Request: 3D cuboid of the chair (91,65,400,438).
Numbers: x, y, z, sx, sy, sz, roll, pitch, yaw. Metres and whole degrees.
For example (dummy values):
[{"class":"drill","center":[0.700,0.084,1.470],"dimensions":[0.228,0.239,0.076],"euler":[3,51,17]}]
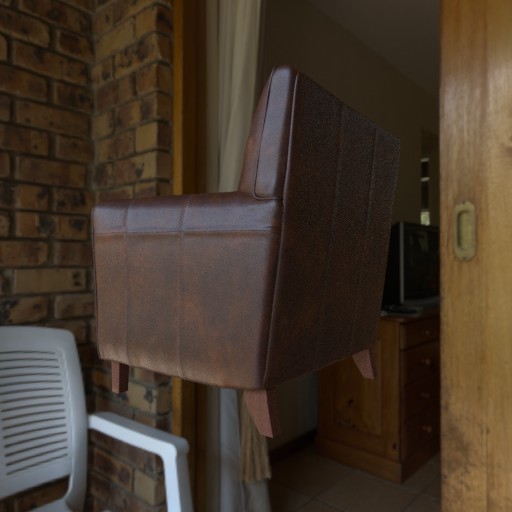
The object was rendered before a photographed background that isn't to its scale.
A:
[{"class":"chair","center":[0.000,0.000,1.623],"dimensions":[0.823,0.943,0.870],"euler":[0,-1,36]}]
